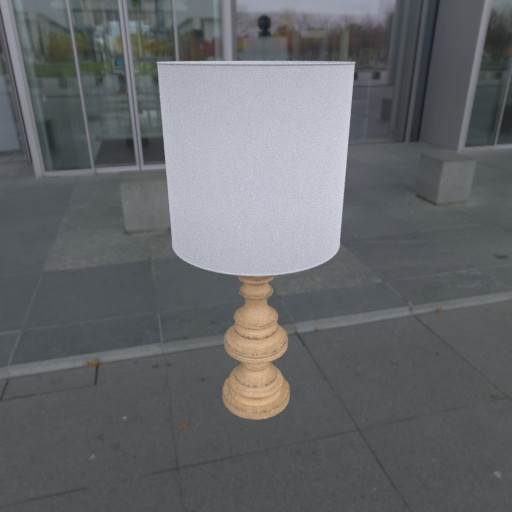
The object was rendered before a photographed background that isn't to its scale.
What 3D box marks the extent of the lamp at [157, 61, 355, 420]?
[{"bbox_3d":[0.000,0.000,0.568,0.208,0.455,0.208,0,24,0],"label":"lamp"}]
